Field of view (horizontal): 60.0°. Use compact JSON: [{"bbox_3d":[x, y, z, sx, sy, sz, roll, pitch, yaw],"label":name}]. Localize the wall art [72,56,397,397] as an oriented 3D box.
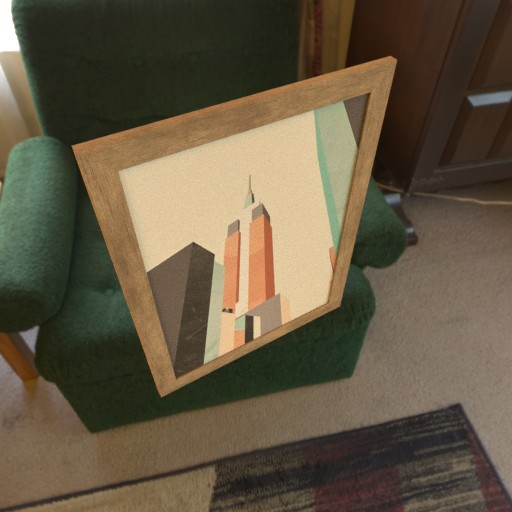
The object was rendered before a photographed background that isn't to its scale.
[{"bbox_3d":[0.000,0.000,0.902,0.534,0.686,0.018,-23,51,-20],"label":"wall art"}]
